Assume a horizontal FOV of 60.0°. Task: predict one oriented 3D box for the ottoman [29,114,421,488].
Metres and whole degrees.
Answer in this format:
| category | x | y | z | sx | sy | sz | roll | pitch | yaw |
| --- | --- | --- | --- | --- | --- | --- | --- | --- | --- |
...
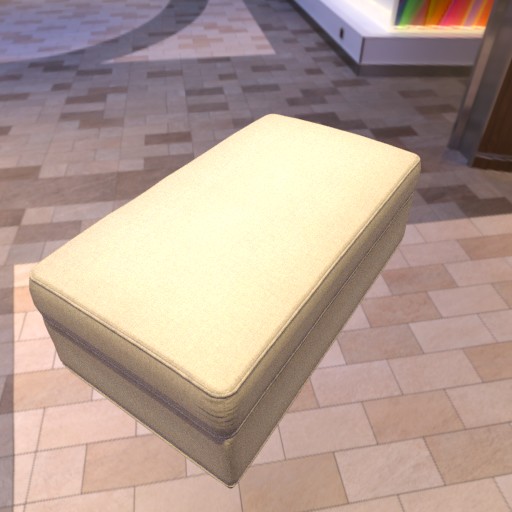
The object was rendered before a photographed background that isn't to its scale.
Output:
| category | x | y | z | sx | sy | sz | roll | pitch | yaw |
| --- | --- | --- | --- | --- | --- | --- | --- | --- | --- |
| ottoman | 0.000 | 0.000 | 1.366 | 0.617 | 0.461 | 1.097 | 24 | 47 | 25 |
